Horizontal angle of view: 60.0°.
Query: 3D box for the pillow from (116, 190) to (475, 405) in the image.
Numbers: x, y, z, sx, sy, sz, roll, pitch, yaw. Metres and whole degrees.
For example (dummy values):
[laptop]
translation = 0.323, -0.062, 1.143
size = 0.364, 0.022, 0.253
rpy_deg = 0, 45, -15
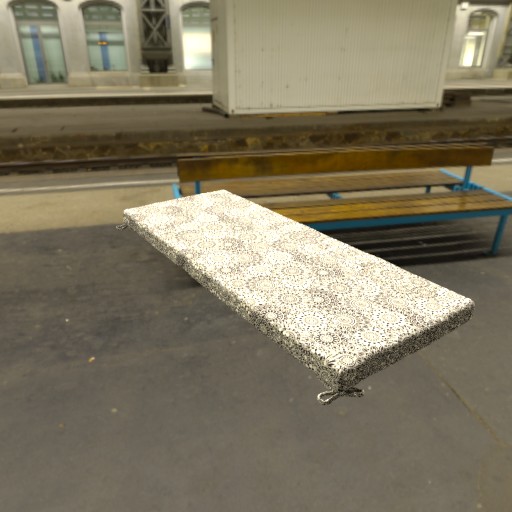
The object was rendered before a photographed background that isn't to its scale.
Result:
[pillow]
translation = 0.000, 0.000, 1.364
size = 0.492, 0.081, 1.187
rpy_deg = -17, 30, -32
